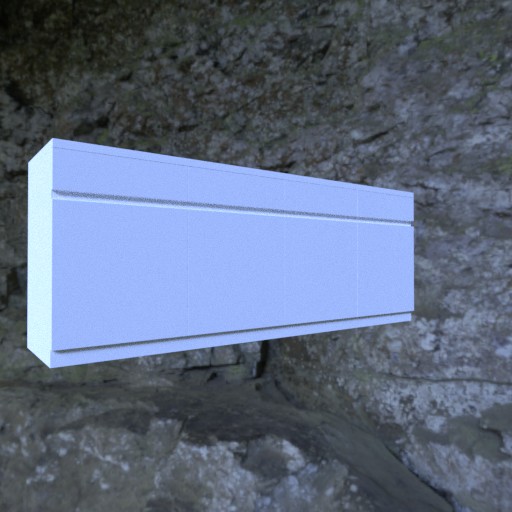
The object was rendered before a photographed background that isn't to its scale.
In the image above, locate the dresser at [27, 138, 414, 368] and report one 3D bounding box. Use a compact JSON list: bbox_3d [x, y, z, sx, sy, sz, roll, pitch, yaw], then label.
[{"bbox_3d":[0.000,0.000,2.460,2.200,0.840,0.500,0,-1,-36],"label":"dresser"}]
